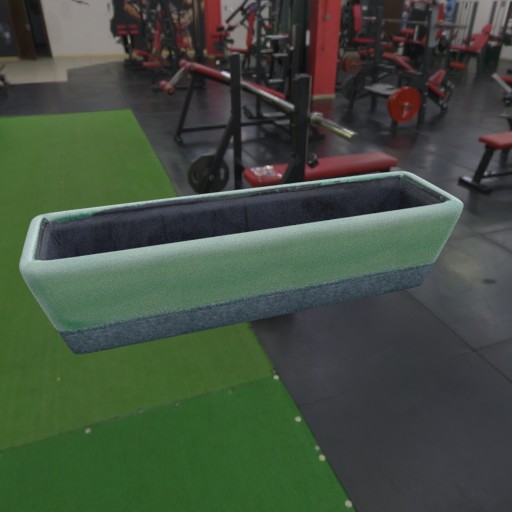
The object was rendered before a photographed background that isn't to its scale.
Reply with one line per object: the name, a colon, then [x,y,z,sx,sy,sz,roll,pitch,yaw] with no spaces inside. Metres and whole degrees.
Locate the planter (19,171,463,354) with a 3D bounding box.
planter: [0.000,0.000,0.304,0.275,0.072,0.072,-9,32,-15]
